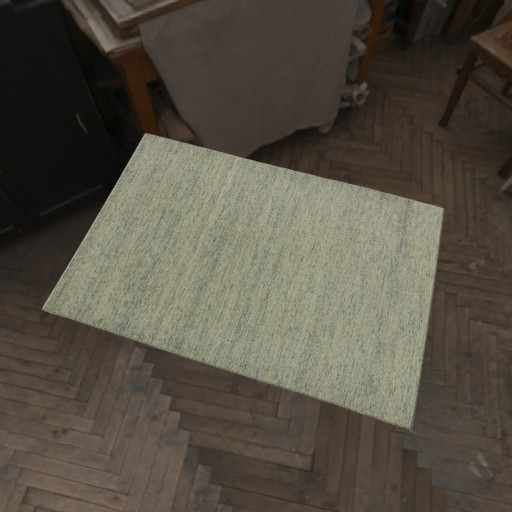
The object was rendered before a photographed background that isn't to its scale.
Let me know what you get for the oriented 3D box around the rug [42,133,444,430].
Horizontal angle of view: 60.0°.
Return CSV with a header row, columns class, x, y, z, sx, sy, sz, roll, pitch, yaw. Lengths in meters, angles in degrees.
class,x,y,z,sx,sy,sz,roll,pitch,yaw
rug,0.000,0.000,2.356,1.846,0.014,1.243,16,63,8
